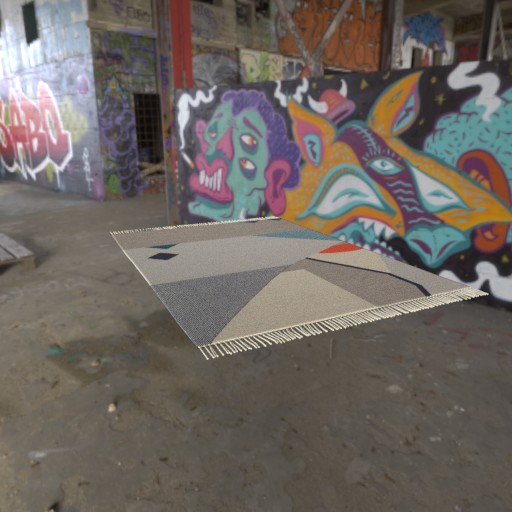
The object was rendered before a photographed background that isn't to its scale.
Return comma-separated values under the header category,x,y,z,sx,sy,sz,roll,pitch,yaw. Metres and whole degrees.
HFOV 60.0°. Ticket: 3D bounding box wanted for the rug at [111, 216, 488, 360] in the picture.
category,x,y,z,sx,sy,sz,roll,pitch,yaw
rug,0.000,0.000,2.332,1.220,0.005,1.828,-8,18,-25
